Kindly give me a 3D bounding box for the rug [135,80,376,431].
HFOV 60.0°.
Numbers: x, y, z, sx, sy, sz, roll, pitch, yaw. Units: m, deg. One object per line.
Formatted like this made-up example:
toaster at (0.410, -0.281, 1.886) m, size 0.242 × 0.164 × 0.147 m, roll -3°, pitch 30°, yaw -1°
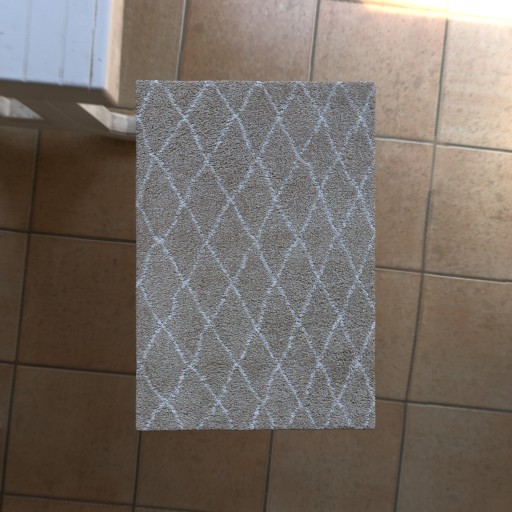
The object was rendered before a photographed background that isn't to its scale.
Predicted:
rug at (0.000, 0.000, 2.260) m, size 1.219 × 0.030 × 1.778 m, roll 0°, pitch 90°, yaw -1°
